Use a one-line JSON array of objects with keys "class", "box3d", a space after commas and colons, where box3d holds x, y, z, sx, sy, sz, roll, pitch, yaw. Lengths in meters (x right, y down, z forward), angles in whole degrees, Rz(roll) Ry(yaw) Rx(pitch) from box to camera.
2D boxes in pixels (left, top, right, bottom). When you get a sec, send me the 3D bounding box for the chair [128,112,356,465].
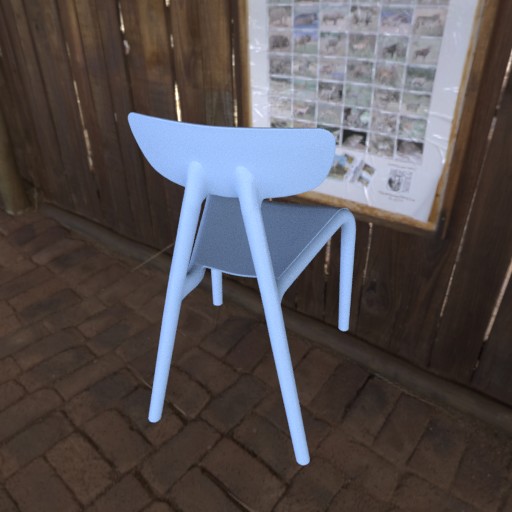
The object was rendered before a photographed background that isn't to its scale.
[{"class": "chair", "box3d": [0.000, 0.000, 0.831, 0.356, 0.580, 0.401, 9, 33, 15]}]
